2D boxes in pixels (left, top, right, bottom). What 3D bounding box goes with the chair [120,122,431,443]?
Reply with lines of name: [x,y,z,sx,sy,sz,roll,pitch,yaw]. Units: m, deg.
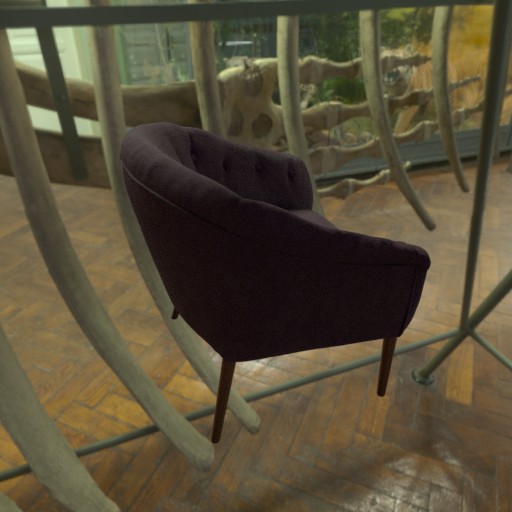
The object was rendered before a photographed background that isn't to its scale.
chair: [0.000,0.000,1.499,0.776,0.885,0.851,-11,33,-17]
